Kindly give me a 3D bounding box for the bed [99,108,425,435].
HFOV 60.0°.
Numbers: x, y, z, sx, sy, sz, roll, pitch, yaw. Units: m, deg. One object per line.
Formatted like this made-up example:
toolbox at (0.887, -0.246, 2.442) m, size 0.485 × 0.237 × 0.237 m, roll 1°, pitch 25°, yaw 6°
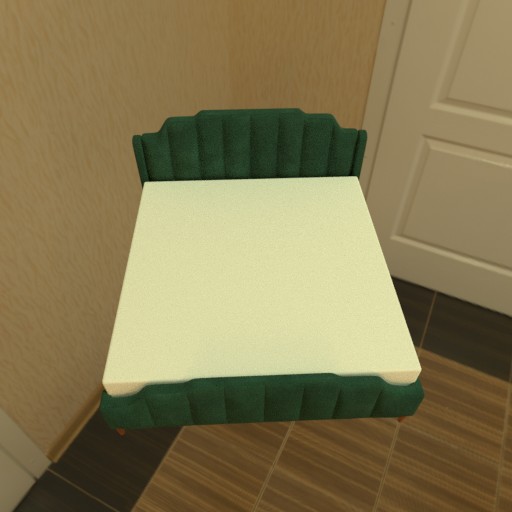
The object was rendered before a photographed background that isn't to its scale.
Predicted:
bed at (0.000, 0.000, 3.456) m, size 2.074 × 1.245 × 2.340 m, roll -2°, pitch 46°, yaw -2°
